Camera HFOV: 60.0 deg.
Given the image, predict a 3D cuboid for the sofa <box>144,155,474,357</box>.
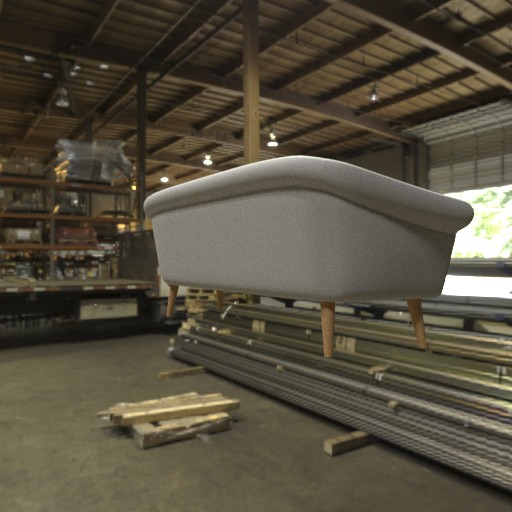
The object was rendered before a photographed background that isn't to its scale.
[{"bbox_3d":[0.000,0.000,2.548,0.827,0.795,2.160,0,0,-36],"label":"sofa"}]
